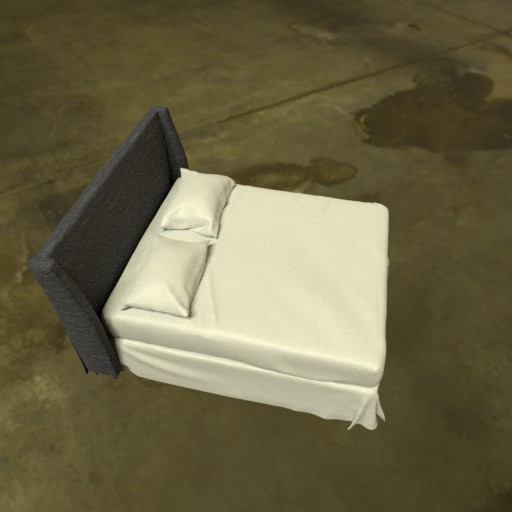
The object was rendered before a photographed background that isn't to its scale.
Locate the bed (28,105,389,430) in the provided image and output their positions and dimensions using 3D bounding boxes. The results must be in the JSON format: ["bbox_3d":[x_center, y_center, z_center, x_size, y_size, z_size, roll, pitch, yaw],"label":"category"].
[{"bbox_3d":[0.000,0.000,3.451,2.276,1.332,1.925,9,47,9],"label":"bed"}]
